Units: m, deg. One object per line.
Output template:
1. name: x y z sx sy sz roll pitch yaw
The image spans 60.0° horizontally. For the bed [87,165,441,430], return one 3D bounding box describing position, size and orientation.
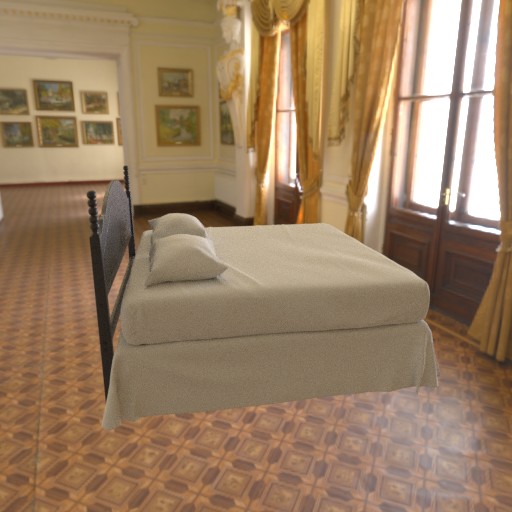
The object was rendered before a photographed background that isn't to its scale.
1. bed: 0.000 0.000 3.629 2.219 1.355 2.322 -3 16 -10
